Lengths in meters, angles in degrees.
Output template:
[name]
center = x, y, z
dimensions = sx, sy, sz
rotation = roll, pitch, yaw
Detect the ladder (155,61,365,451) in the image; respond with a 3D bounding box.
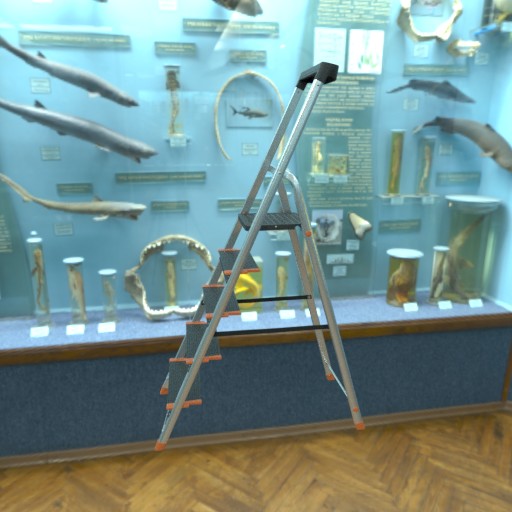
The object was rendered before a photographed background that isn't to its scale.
[ladder]
center = 0.000, 0.000, 2.073
dimensions = 0.995, 1.646, 0.480
rotation = -2, 16, -9
